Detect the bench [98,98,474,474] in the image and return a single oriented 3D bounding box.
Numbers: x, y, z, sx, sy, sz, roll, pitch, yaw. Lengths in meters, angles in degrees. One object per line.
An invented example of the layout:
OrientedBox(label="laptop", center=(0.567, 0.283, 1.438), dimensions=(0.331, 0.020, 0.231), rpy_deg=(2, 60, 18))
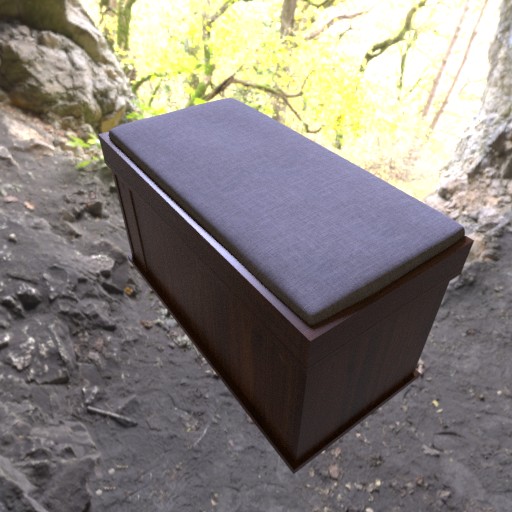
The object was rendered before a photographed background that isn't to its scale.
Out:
OrientedBox(label="bench", center=(0.000, 0.000, 0.997), dimensions=(0.362, 0.461, 0.734), rpy_deg=(-25, 46, -26))
